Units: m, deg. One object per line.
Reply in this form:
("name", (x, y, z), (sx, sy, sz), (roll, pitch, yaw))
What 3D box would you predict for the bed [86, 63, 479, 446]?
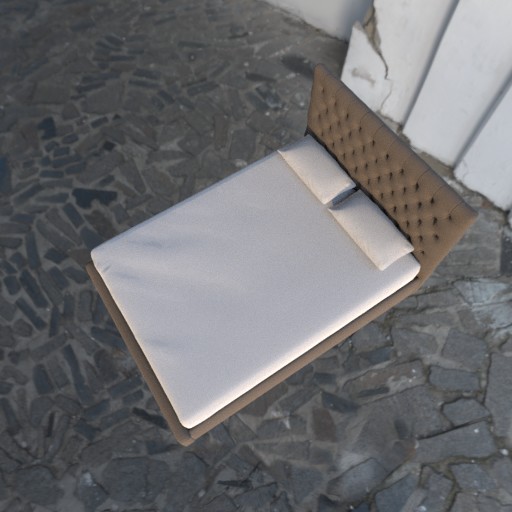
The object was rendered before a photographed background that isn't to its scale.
("bed", (0.000, 0.000, 3.479), (2.387, 1.427, 1.698), (-30, 67, -14))
